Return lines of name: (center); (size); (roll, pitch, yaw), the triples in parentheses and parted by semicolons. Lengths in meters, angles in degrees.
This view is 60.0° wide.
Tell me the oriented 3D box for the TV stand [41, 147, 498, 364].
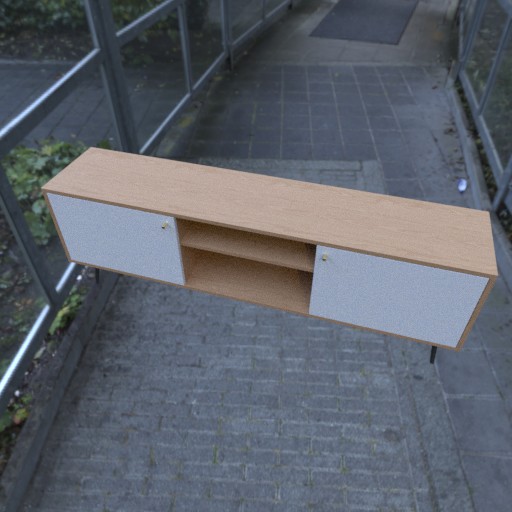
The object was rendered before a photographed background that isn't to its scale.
TV stand: (0.000, 0.000, 1.956); (1.760, 0.580, 0.400); (12, 43, 13)
